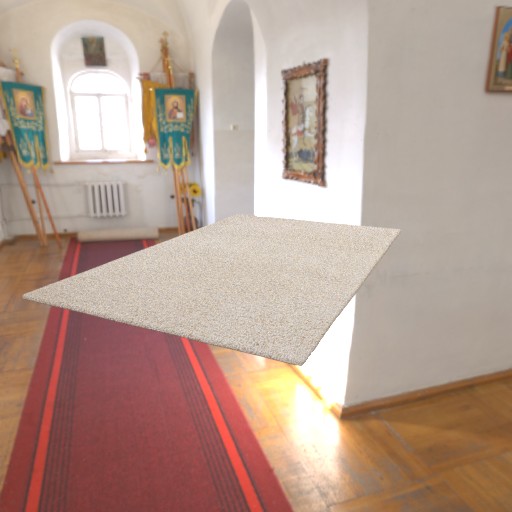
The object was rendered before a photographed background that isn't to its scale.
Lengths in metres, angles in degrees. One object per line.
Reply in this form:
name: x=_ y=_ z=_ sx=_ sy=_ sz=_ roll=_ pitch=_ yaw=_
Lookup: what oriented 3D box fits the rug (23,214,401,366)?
rug: x=0.000 y=0.000 z=3.445 sx=1.778 sy=0.030 sz=2.743 roll=8 pitch=18 yaw=25
